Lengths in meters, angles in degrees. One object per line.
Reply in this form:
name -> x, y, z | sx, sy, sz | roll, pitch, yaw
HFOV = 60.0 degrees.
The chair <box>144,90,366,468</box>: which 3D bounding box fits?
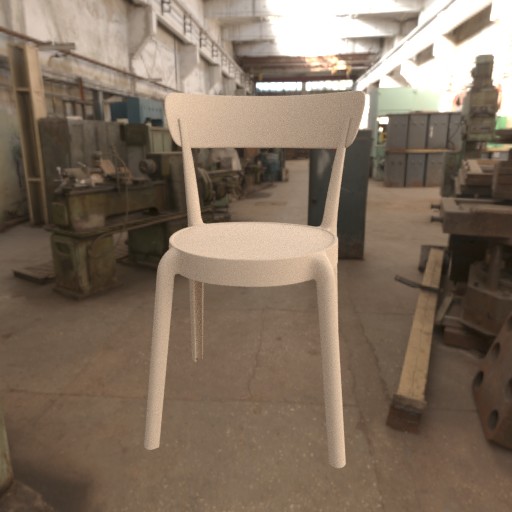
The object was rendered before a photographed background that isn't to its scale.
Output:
chair -> 0.000, 0.000, 1.096 | 0.506, 0.790, 0.491 | 2, 16, 7
